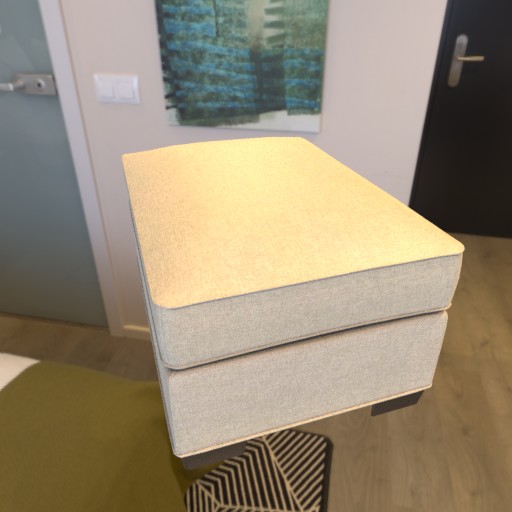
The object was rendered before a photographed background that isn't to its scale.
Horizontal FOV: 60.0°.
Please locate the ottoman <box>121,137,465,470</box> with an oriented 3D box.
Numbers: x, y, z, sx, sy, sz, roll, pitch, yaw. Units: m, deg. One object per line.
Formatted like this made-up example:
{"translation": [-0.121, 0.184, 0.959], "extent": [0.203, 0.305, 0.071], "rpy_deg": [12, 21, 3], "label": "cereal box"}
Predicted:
{"translation": [0.000, 0.000, 1.216], "extent": [0.619, 0.504, 0.843], "rpy_deg": [-9, 32, -16], "label": "ottoman"}
